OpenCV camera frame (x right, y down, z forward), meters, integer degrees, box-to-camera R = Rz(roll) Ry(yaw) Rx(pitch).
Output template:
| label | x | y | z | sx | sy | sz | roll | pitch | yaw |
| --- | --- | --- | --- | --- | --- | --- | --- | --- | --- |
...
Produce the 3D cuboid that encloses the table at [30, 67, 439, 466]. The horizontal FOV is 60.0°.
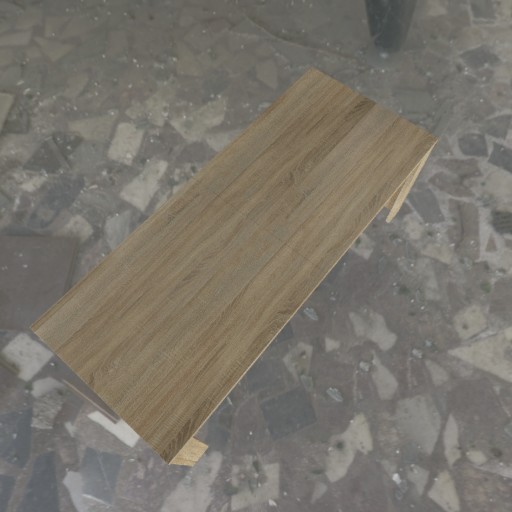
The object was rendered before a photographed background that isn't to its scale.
| label | x | y | z | sx | sy | sz | roll | pitch | yaw |
| --- | --- | --- | --- | --- | --- | --- | --- | --- | --- |
| table | 0.000 | 0.000 | 2.649 | 0.900 | 0.790 | 2.200 | 37 | 69 | 16 |
